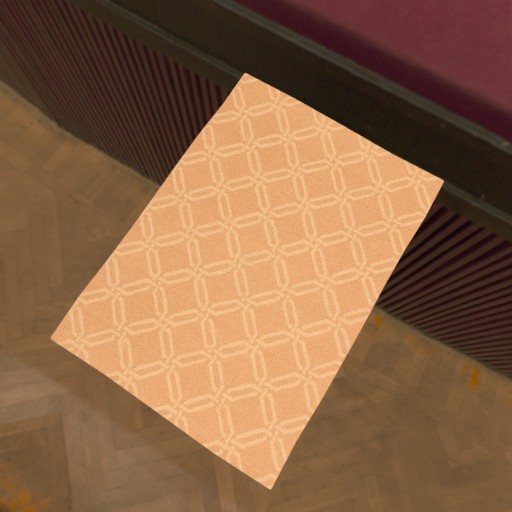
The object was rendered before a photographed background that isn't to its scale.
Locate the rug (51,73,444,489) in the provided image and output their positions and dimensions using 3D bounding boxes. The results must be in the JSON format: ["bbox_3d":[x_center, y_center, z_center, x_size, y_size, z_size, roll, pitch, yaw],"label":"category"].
[{"bbox_3d":[0.000,0.000,2.704,1.524,0.013,2.135,31,77,8],"label":"rug"}]
